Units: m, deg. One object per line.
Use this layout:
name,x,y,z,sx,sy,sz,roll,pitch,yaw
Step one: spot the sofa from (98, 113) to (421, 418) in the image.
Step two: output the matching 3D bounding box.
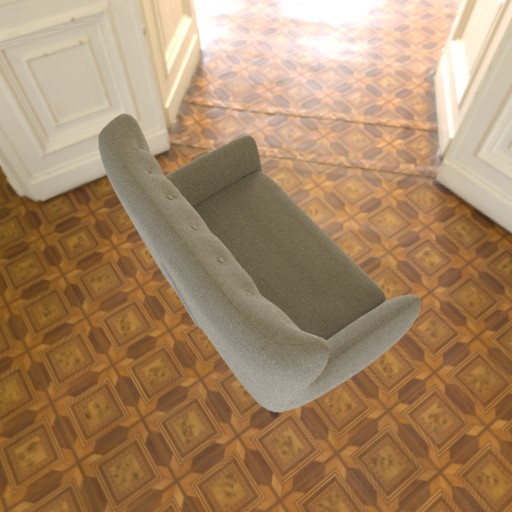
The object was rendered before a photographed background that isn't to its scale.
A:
sofa,0.000,0.000,2.108,0.884,1.028,1.386,-31,63,-19
